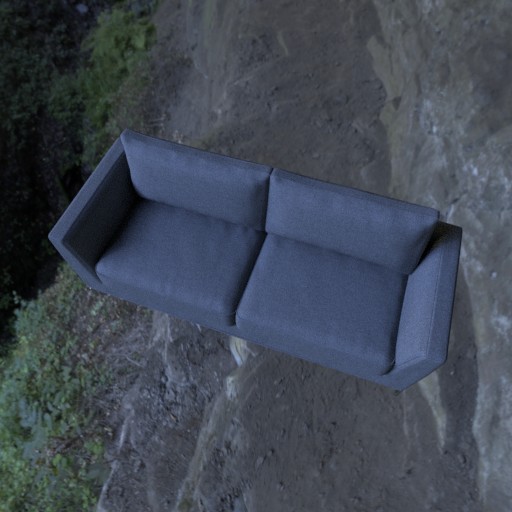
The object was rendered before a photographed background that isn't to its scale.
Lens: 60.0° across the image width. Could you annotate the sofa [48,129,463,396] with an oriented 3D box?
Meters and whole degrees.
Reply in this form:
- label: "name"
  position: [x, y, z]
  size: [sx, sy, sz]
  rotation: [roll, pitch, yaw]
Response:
- label: "sofa"
  position: [0.000, 0.000, 2.706]
  size: [2.212, 1.002, 0.869]
  rotation: [16, 60, 10]
